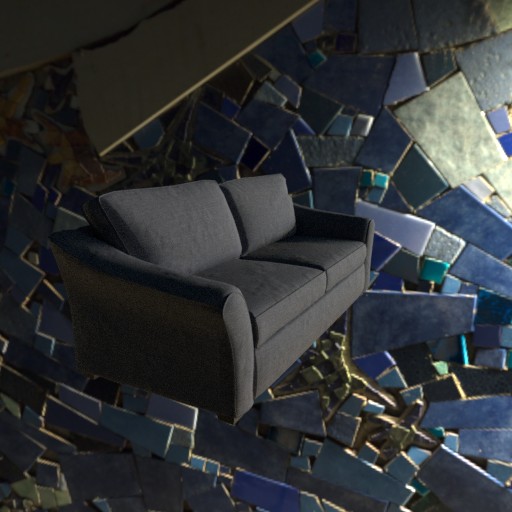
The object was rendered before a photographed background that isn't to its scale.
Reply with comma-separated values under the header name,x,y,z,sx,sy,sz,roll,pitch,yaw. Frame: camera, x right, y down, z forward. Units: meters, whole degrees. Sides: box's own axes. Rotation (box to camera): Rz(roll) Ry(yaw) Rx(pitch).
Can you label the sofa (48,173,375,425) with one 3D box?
name,x,y,z,sx,sy,sz,roll,pitch,yaw
sofa,0.000,0.000,2.805,0.971,0.950,2.270,7,15,28
